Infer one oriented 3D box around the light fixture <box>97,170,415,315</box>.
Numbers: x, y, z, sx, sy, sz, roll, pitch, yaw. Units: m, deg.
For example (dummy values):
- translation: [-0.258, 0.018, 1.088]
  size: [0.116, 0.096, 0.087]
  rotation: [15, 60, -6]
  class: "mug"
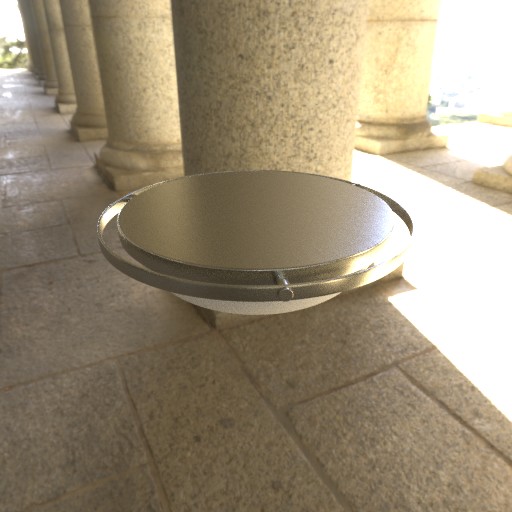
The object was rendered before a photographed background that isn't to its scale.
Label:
- translation: [0.000, 0.000, 0.554]
  size: [0.361, 0.130, 0.361]
  rotation: [0, 26, 0]
  class: "light fixture"
